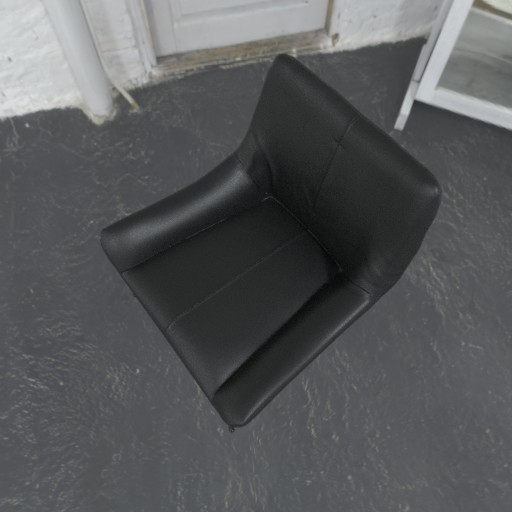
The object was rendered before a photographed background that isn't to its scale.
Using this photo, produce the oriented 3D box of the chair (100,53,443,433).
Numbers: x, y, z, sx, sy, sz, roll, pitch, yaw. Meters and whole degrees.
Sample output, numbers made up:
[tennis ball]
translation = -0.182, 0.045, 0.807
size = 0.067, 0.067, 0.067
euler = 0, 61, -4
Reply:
[chair]
translation = 0.000, 0.000, 1.554
size = 0.826, 0.922, 0.836
euler = -35, 69, -16
